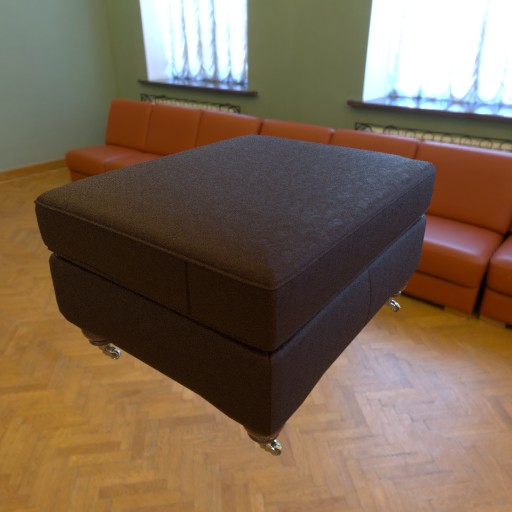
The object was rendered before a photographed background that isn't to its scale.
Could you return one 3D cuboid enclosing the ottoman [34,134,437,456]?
[{"bbox_3d":[0.000,0.000,1.742,0.967,0.730,1.187,19,32,32],"label":"ottoman"}]
